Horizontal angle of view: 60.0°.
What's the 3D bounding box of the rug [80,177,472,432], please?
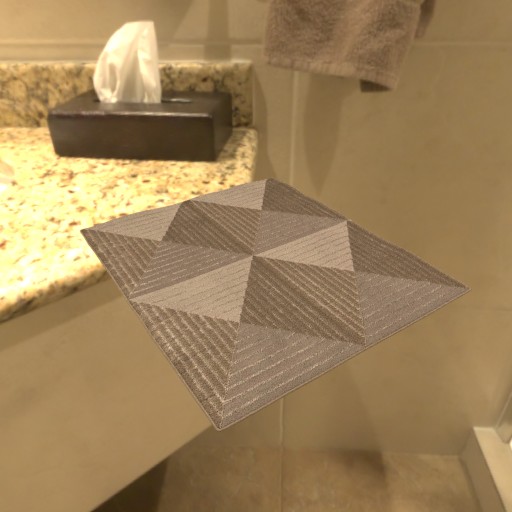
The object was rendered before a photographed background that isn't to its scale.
[{"bbox_3d":[0.000,0.000,0.917,0.551,0.008,0.642,-20,38,-28],"label":"rug"}]
